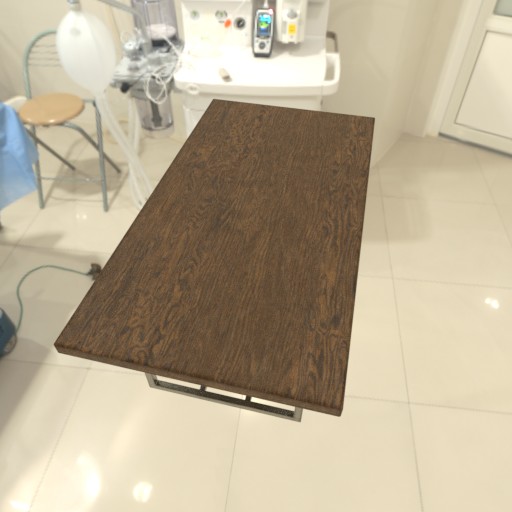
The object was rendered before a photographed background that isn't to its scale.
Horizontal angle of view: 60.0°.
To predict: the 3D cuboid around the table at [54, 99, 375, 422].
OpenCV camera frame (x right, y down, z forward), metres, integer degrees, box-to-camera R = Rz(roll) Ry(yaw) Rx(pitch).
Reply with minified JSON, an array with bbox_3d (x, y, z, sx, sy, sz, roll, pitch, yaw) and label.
[{"bbox_3d":[0.000,0.000,2.519,1.078,0.795,1.989,10,47,9],"label":"table"}]
